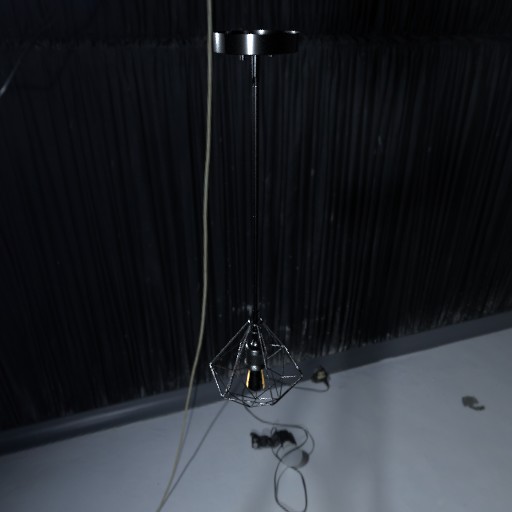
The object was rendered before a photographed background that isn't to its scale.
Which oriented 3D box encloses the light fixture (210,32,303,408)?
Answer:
[{"bbox_3d":[0.000,0.000,1.956,0.431,1.764,0.487,-10,31,-17],"label":"light fixture"}]
